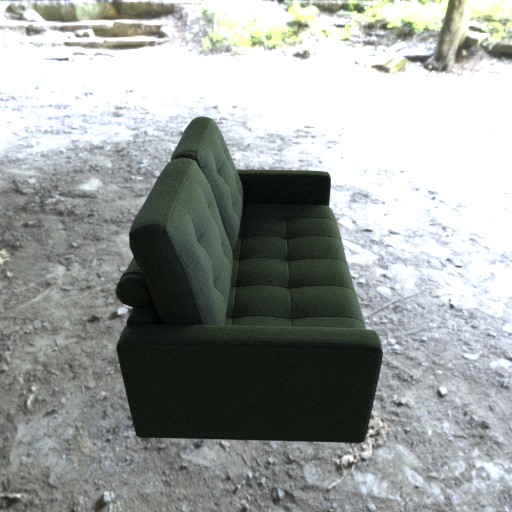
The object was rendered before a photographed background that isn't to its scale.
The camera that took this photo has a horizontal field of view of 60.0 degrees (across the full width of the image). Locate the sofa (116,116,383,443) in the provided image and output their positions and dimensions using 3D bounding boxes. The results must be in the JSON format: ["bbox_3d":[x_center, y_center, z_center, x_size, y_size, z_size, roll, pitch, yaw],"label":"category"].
[{"bbox_3d":[0.000,0.000,1.927,0.842,0.907,1.407,1,32,1],"label":"sofa"}]
